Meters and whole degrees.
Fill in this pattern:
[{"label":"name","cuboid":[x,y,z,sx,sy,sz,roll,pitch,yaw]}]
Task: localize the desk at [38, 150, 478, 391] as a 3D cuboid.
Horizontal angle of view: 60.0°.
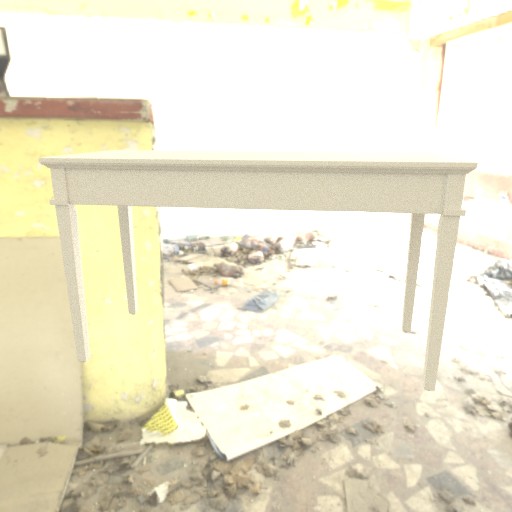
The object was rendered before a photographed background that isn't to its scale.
[{"label":"desk","cuboid":[0.000,0.000,1.738,1.372,0.774,0.559,2,16,8]}]
